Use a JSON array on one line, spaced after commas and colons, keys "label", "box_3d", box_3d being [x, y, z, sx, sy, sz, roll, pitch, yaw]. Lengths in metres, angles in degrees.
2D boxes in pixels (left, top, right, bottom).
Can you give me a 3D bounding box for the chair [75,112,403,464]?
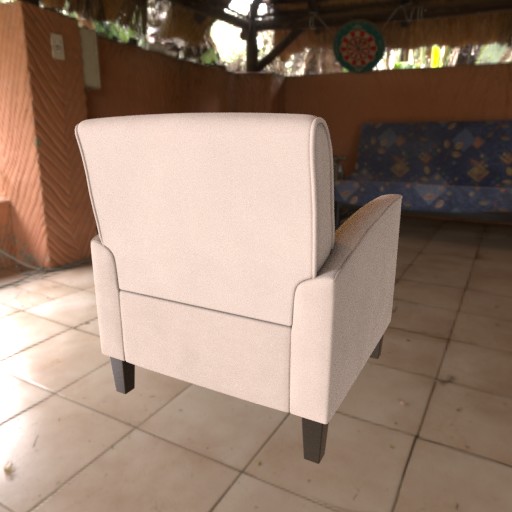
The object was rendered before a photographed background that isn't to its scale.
[{"label": "chair", "box_3d": [0.000, 0.000, 1.537, 0.820, 0.915, 0.820, 8, 17, 27]}]
